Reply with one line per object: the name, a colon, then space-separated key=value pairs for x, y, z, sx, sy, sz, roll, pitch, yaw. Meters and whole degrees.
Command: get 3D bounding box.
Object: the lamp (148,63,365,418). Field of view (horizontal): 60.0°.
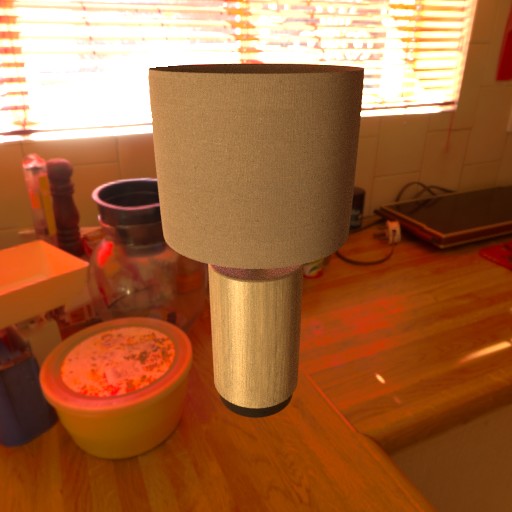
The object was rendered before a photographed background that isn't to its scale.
lamp: x=0.000 y=0.000 z=0.567 sx=0.228 sy=0.444 sz=0.228 roll=17 pitch=30 yaw=31
